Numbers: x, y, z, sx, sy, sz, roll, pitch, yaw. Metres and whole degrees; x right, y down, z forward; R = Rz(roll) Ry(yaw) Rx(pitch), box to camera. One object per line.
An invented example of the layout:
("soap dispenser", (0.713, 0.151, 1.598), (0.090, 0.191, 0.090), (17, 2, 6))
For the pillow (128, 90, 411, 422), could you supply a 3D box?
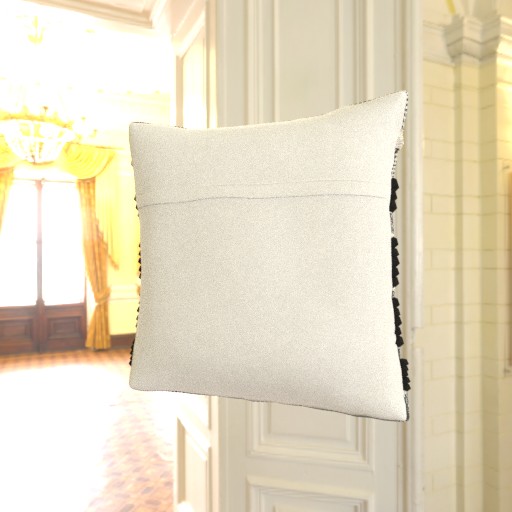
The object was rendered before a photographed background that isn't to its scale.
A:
("pillow", (0.000, 0.000, 0.660), (0.436, 0.438, 0.156), (0, 0, 19))
